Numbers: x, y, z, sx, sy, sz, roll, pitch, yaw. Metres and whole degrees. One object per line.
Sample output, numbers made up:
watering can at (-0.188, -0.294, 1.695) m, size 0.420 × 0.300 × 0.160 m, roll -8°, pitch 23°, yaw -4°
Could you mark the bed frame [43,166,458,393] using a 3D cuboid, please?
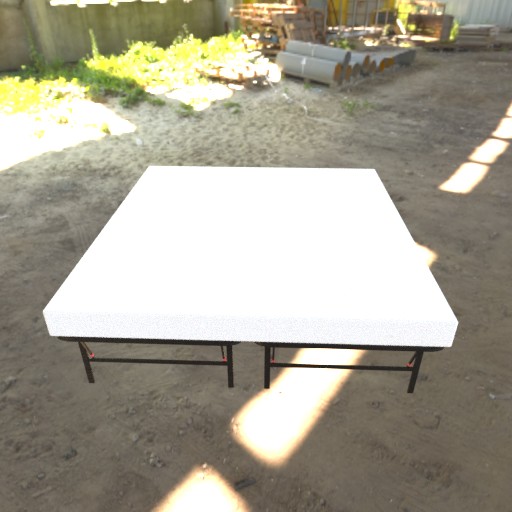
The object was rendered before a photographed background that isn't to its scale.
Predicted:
bed frame at (0.000, 0.000, 3.063) m, size 1.930 × 0.559 × 2.032 m, roll 1°, pitch 31°, yaw 2°
